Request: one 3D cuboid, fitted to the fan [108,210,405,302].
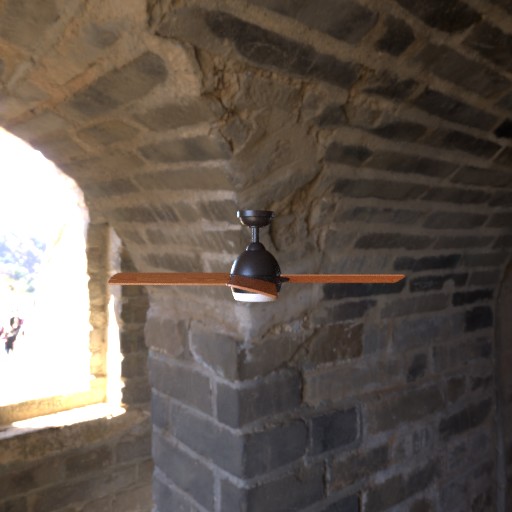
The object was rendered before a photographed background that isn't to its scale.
[{"bbox_3d":[0.000,0.000,2.030,1.332,0.403,1.332,0,1,1],"label":"fan"}]
